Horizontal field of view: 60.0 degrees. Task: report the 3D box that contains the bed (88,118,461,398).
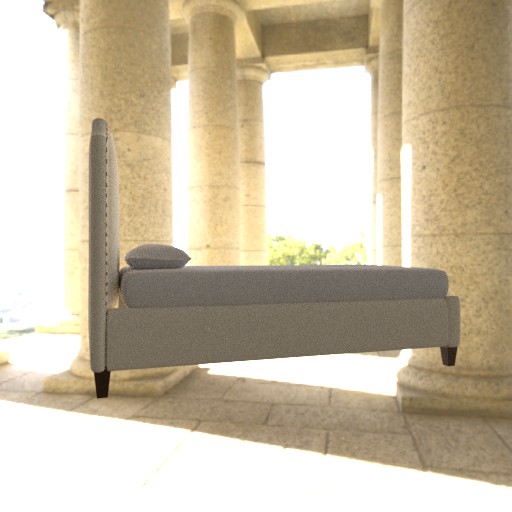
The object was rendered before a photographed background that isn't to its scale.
[{"bbox_3d":[0.000,0.000,3.424,2.372,1.497,1.712,0,0,-18],"label":"bed"}]
